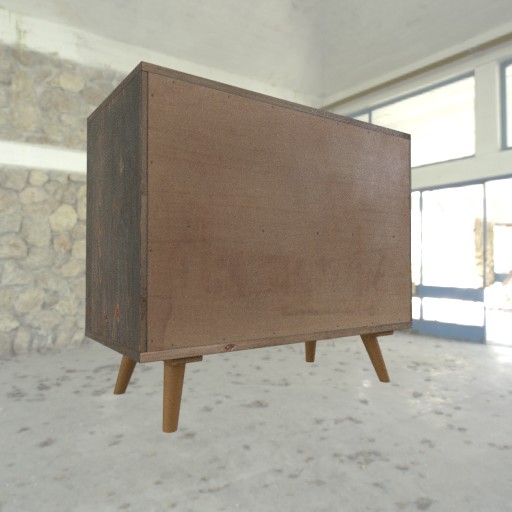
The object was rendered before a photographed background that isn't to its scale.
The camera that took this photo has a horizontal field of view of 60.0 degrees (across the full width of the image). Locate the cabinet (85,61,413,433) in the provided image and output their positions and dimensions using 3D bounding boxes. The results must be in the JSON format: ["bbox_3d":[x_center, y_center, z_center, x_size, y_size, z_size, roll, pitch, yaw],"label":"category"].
[{"bbox_3d":[0.000,0.000,1.540,1.023,0.897,0.529,1,-2,-35],"label":"cabinet"}]
